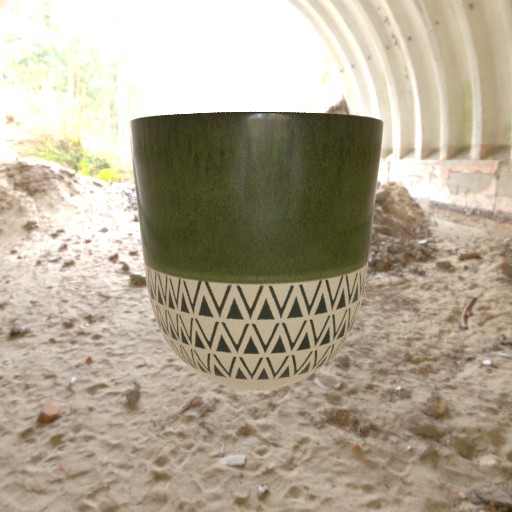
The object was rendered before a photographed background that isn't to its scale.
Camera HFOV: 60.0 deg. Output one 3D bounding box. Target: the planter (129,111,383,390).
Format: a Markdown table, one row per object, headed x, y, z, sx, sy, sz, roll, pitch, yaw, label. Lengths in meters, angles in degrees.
| x | y | z | sx | sy | sz | roll | pitch | yaw | label |
| --- | --- | --- | --- | --- | --- | --- | --- | --- | --- |
| 0.000 | 0.000 | 0.471 | 0.245 | 0.270 | 0.245 | 0 | 12 | 0 | planter |
